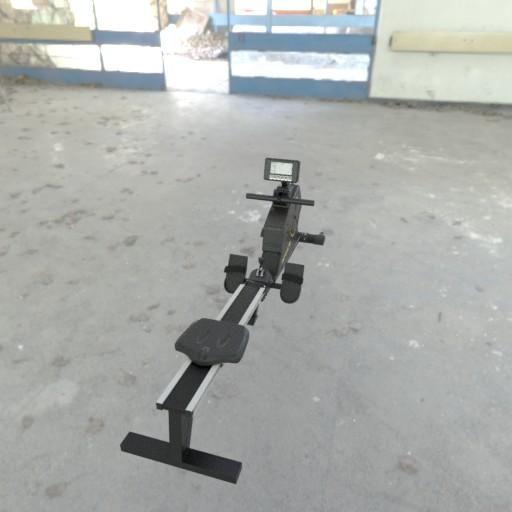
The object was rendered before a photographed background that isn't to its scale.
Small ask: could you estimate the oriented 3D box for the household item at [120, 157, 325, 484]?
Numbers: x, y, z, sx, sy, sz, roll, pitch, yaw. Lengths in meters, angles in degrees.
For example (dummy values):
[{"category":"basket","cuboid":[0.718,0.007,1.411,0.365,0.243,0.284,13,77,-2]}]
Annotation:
[{"category":"household item","cuboid":[0.000,0.000,2.576,0.521,0.810,2.251,9,31,15]}]
